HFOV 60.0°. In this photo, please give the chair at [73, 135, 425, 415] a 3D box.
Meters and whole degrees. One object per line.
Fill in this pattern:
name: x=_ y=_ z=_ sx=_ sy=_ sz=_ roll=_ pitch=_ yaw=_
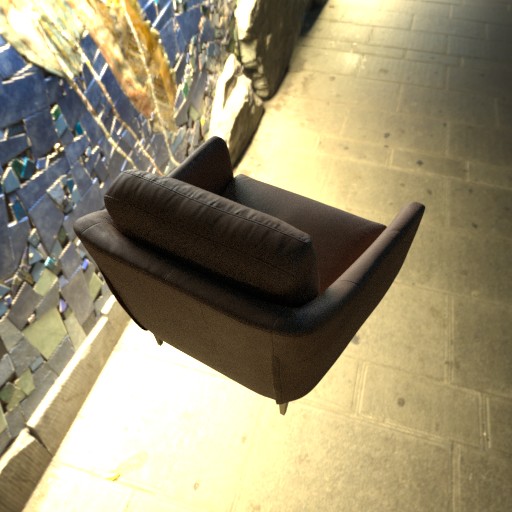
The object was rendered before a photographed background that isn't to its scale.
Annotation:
chair: x=0.000 y=0.000 z=1.703 sx=0.988 sy=0.895 sz=0.963 roll=23 pitch=51 yaw=21
